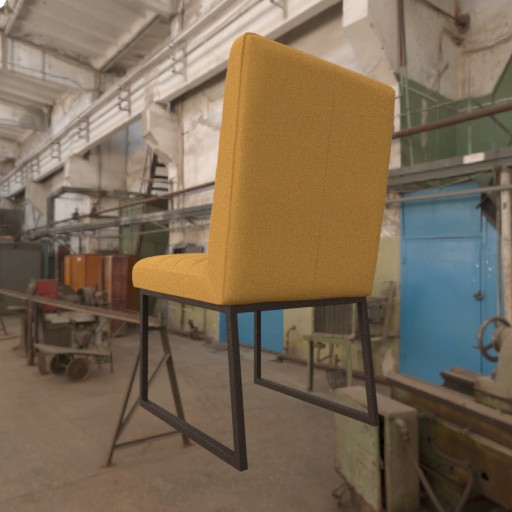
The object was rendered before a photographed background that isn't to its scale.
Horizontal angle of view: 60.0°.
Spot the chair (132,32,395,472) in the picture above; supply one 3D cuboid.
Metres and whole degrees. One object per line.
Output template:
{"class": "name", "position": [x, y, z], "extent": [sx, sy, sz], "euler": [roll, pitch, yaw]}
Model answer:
{"class": "chair", "position": [0.000, 0.000, 1.291], "extent": [0.520, 0.930, 0.634], "euler": [1, -2, -37]}
